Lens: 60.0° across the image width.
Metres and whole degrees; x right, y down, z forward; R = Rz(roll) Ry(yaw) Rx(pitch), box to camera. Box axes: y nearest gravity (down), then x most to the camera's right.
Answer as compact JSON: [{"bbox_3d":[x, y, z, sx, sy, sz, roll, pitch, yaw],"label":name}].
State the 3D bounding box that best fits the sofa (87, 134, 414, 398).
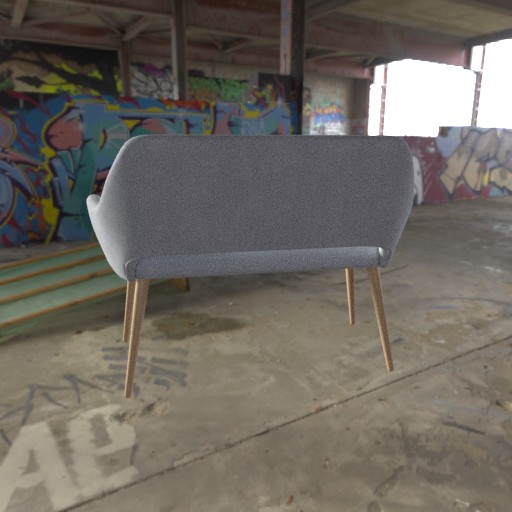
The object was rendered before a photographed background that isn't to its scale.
[{"bbox_3d":[0.000,0.000,1.610,1.150,0.840,0.610,-3,15,-10],"label":"sofa"}]
